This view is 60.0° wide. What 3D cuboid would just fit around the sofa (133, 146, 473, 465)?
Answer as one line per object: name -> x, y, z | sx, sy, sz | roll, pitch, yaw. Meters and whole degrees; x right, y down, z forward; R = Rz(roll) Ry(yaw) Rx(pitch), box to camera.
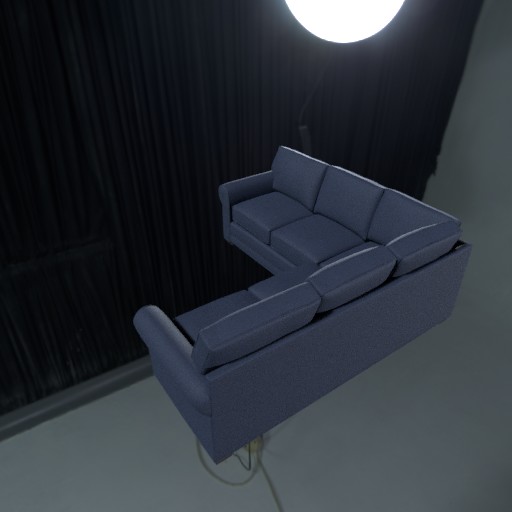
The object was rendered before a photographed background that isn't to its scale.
sofa -> 0.000, 0.000, 3.962 | 2.562, 1.042, 2.487 | -21, 38, -29
